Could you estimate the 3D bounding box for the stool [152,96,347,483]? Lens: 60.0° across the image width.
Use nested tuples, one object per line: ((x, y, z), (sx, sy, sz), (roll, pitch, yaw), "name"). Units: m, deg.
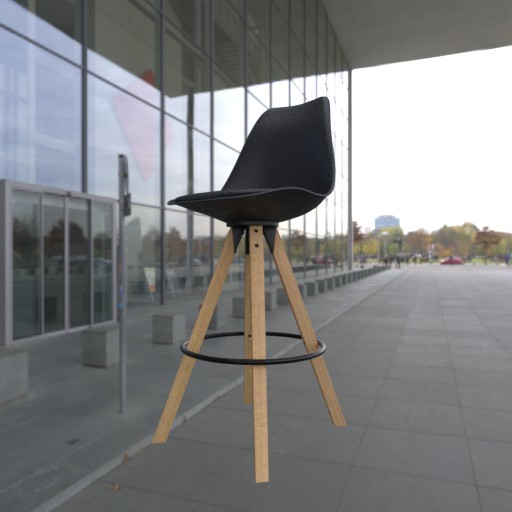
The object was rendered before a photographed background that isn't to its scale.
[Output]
((0.000, 0.000, 1.410), (0.485, 1.115, 0.550), (0, 0, 36), "stool")
